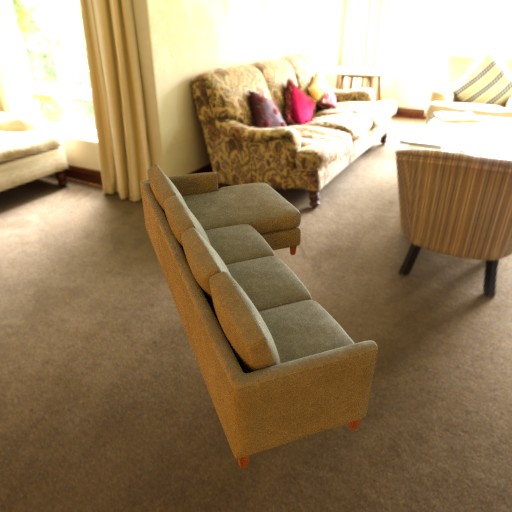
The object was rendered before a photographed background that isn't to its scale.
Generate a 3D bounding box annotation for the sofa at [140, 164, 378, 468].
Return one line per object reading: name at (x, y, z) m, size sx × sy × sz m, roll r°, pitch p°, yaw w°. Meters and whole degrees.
sofa at (0.000, 0.000, 4.116) m, size 1.604 × 0.950 × 3.471 m, roll -11°, pitch 31°, yaw -18°
